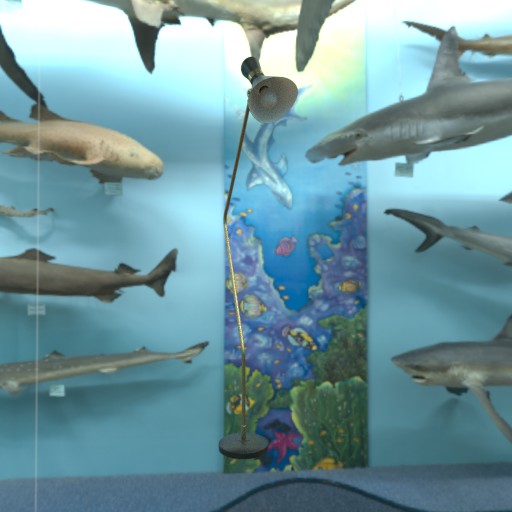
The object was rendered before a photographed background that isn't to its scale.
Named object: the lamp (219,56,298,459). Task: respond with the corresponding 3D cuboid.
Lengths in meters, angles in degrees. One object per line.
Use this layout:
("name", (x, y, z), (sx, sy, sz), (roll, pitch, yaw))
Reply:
("lamp", (0.000, 0.000, 1.640), (0.277, 1.438, 0.467), (0, -1, -1))
